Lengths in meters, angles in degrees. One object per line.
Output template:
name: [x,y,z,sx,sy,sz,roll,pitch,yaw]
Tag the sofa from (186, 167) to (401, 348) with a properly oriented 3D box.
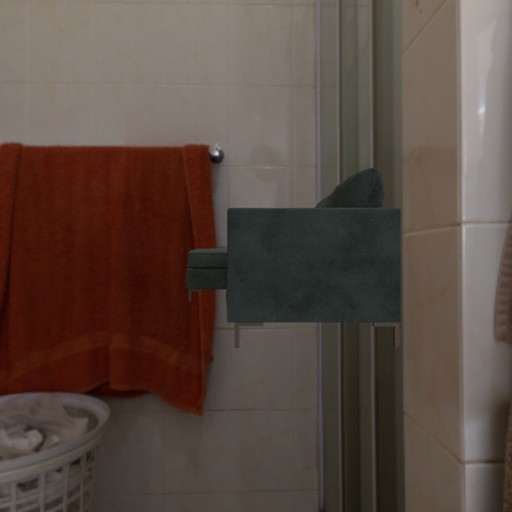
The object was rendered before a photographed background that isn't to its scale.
sofa: [0.000,0.000,3.983,1.500,0.967,3.400,0,0,0]
